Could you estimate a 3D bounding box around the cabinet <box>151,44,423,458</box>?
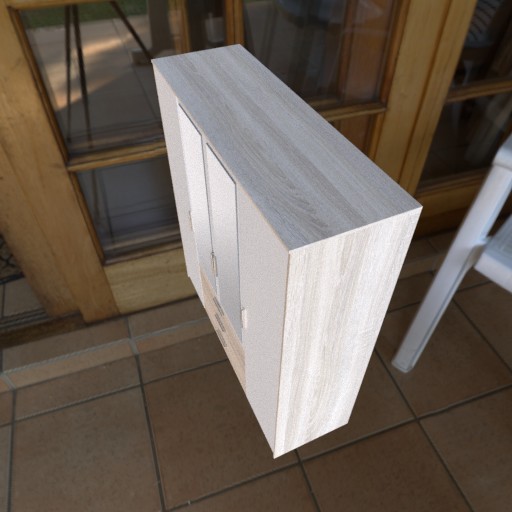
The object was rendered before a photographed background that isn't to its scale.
[{"bbox_3d":[0.000,0.000,3.027,0.620,2.060,1.870,-18,49,-17],"label":"cabinet"}]
